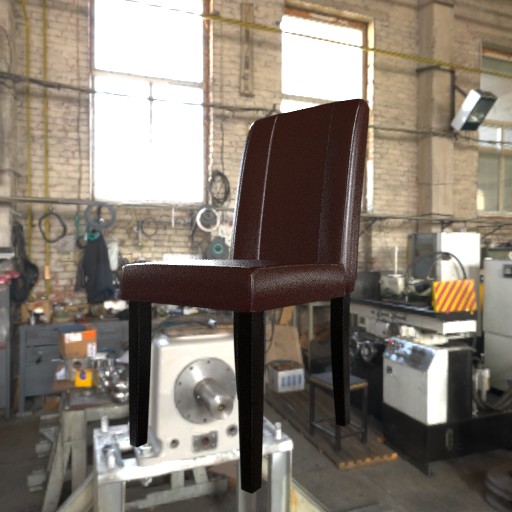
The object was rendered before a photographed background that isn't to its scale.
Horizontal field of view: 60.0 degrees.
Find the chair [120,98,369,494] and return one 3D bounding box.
[{"bbox_3d":[0.000,0.000,1.148,0.399,0.897,0.556,0,0,36],"label":"chair"}]
